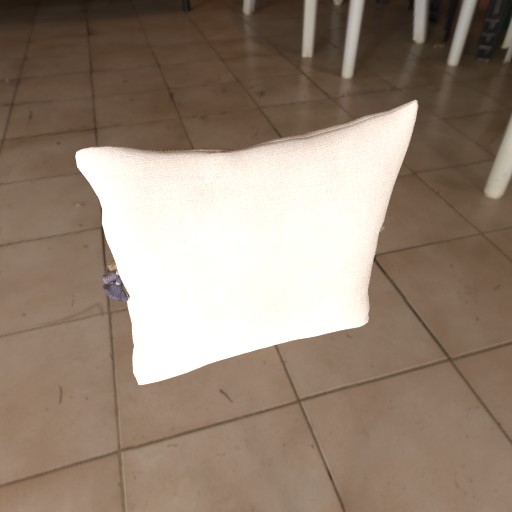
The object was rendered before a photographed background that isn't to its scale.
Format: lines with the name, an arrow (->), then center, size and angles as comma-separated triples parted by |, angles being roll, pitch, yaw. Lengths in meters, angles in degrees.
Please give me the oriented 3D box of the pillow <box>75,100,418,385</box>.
pillow -> 0.000, 0.000, 0.738 | 0.489, 0.481, 0.165 | -12, 43, -14
